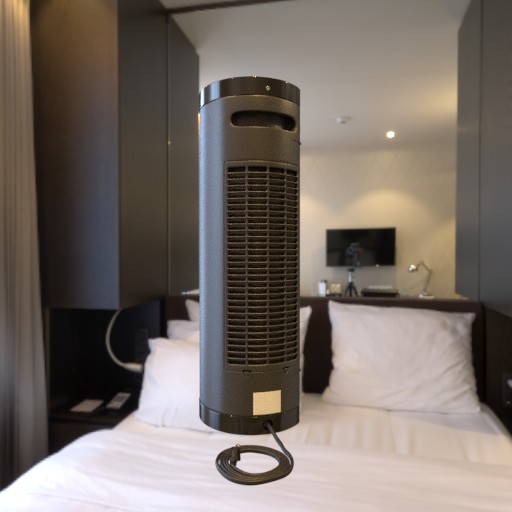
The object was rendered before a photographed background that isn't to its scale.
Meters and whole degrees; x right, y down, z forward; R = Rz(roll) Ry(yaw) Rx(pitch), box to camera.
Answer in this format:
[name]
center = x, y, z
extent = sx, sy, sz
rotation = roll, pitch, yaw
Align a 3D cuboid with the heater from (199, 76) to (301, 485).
[heater]
center = 0.000, 0.000, 0.694
extent = 0.174, 0.552, 0.312
rotation = 0, 0, -18
